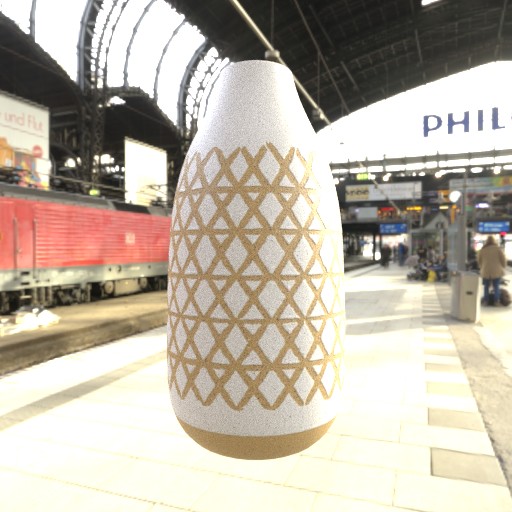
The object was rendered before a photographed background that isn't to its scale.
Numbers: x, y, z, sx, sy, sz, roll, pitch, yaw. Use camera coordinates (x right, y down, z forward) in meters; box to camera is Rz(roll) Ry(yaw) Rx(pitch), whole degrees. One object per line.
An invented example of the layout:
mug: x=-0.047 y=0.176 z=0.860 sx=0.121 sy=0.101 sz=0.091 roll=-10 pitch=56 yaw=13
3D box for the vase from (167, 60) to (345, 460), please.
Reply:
vase: x=0.000 y=0.000 z=0.468 sx=0.186 sy=0.380 sz=0.186 roll=0 pitch=1 yaw=0
